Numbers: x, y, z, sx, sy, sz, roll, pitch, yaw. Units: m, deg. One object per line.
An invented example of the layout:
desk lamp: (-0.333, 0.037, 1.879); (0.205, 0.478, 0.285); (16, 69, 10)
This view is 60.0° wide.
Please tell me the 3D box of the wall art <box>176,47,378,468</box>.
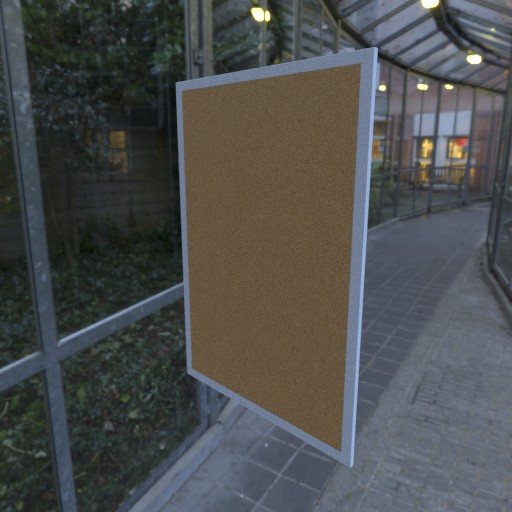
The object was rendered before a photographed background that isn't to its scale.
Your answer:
wall art: (0.000, 0.000, 1.193); (0.013, 0.940, 0.659); (-13, 19, -43)
